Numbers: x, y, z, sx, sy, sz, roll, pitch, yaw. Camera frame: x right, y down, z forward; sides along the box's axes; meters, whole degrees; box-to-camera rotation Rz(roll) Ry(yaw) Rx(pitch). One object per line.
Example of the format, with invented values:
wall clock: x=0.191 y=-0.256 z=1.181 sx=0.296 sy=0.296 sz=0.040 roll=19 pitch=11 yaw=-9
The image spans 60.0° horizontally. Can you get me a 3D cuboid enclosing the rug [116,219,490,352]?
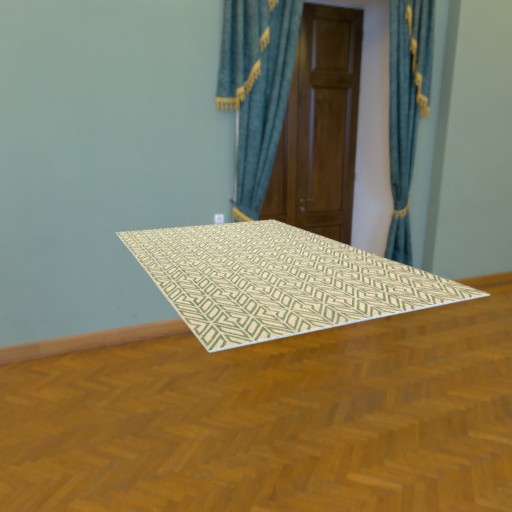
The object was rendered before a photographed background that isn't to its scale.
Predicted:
rug: x=0.000 y=0.000 z=3.028 sx=1.517 sy=0.011 sz=2.435 roll=-7 pitch=16 yaw=-24
